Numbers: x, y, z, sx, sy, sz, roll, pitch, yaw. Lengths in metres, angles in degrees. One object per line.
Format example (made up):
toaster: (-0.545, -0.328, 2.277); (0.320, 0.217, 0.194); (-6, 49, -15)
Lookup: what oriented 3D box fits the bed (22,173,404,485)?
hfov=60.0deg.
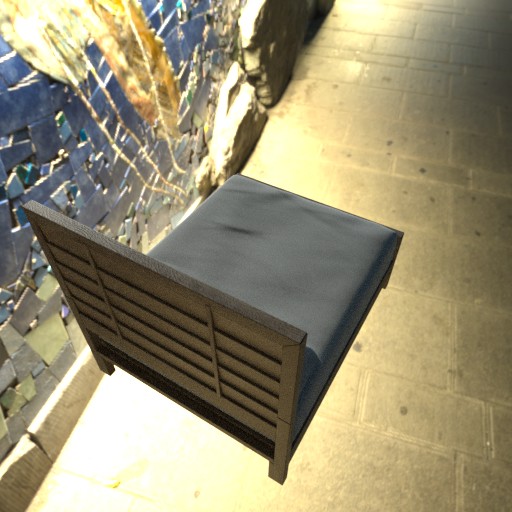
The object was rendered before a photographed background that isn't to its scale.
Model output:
bed: (0.000, 0.000, 3.173); (1.615, 1.631, 2.017); (23, 50, 21)
